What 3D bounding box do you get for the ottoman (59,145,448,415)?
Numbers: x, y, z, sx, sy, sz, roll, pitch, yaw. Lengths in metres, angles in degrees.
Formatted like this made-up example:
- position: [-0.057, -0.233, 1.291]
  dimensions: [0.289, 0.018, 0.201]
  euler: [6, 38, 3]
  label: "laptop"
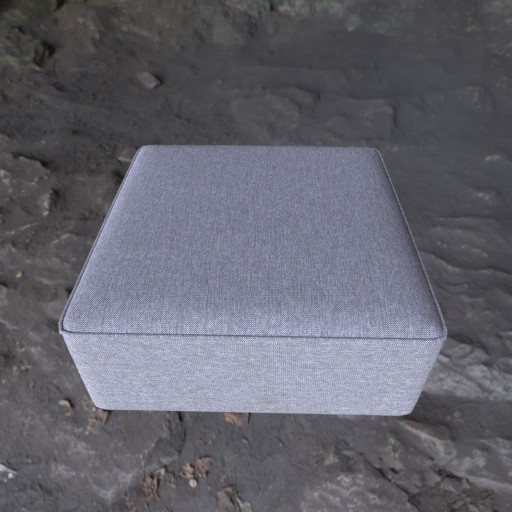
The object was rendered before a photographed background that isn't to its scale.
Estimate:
- position: [0.000, 0.000, 1.592]
  dimensions: [1.005, 0.455, 1.005]
  euler: [1, 42, 1]
  label: "ottoman"
